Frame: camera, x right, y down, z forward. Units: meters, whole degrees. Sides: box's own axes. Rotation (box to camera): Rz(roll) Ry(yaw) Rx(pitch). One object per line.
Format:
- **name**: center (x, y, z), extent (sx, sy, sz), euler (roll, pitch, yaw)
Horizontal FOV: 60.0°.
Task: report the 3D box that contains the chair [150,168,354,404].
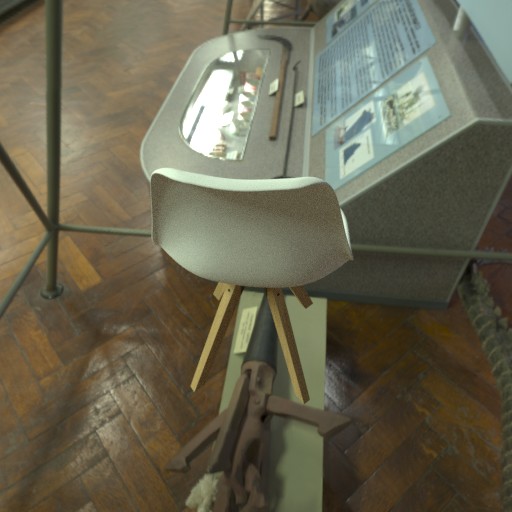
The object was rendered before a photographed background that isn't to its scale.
- **chair**: center (0.000, 0.000, 1.173), extent (0.485, 0.849, 0.550), euler (5, 45, 5)
